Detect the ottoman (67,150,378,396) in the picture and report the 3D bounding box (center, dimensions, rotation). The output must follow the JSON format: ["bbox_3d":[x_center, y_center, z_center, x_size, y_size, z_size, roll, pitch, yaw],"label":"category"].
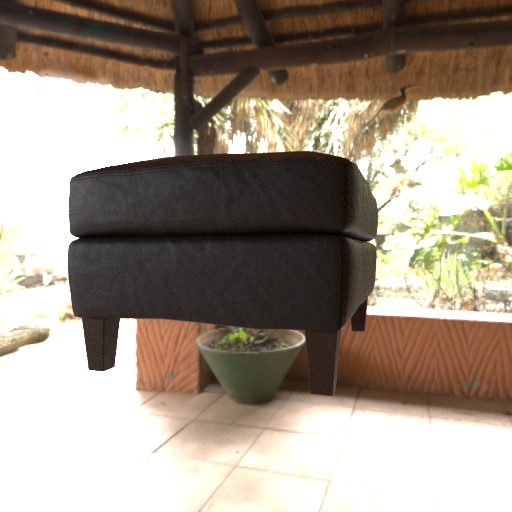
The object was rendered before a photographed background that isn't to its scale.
[{"bbox_3d":[0.000,0.000,1.297,0.659,0.529,0.887,0,1,18],"label":"ottoman"}]
